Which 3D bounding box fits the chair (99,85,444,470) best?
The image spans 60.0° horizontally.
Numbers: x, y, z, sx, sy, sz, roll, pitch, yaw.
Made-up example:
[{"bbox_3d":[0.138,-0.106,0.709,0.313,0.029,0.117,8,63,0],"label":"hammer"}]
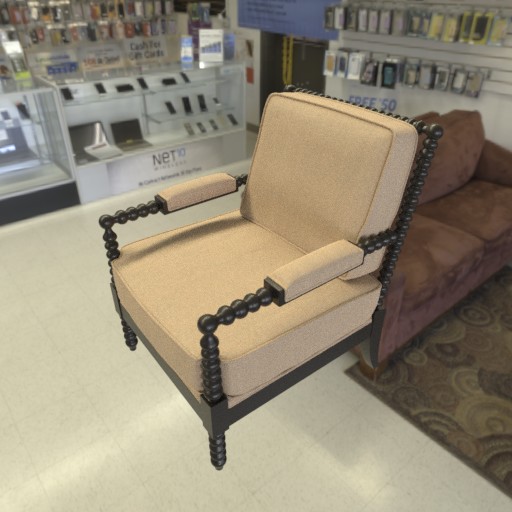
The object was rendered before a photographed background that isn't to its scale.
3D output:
[{"bbox_3d":[0.000,0.000,1.162,0.657,0.703,0.555,-22,39,-30],"label":"chair"}]
